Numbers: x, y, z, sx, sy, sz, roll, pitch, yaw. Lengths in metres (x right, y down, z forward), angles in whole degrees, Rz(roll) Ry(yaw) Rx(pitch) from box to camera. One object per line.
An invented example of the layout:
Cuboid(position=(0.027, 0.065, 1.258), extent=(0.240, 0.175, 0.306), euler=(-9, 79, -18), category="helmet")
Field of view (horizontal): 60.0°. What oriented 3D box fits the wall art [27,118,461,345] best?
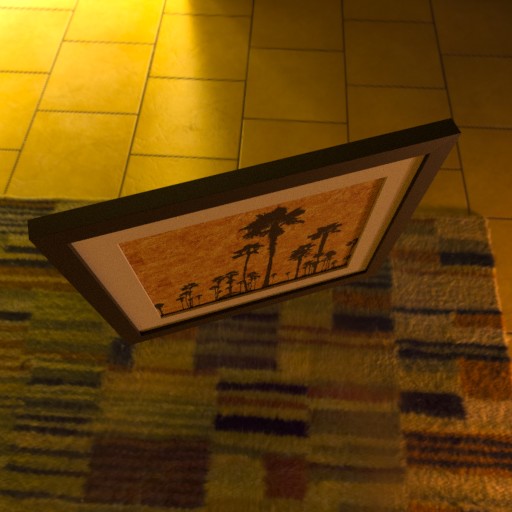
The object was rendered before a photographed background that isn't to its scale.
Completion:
Cuboid(position=(0.000, 0.000, 0.762), extent=(0.561, 0.460, 0.028), euler=(-15, 64, -7), category="wall art")
